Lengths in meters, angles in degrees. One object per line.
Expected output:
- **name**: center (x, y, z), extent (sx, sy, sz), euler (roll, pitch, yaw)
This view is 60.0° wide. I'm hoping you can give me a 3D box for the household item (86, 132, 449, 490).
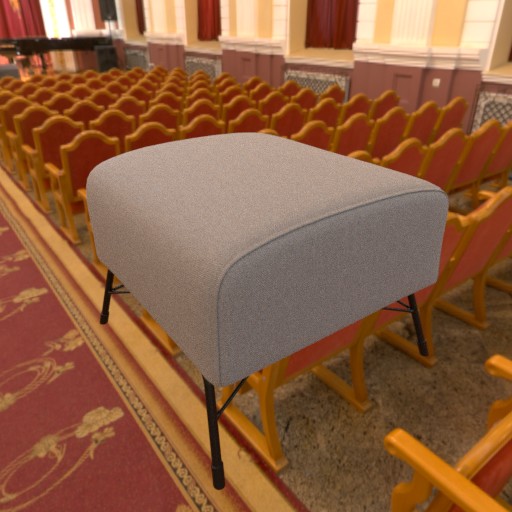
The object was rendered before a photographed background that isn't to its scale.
- **household item**: center (0.000, 0.000, 0.895), extent (0.530, 0.410, 0.530), euler (-19, 33, -31)
